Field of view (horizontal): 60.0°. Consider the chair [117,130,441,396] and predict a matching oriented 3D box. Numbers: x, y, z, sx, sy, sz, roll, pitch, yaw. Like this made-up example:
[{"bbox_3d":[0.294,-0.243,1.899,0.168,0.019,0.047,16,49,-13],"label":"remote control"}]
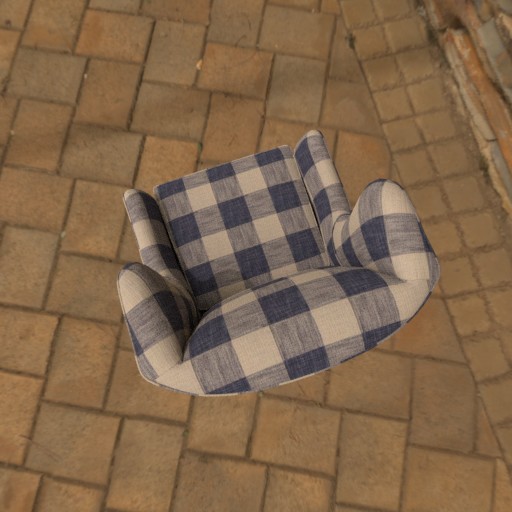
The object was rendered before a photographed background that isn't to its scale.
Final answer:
[{"bbox_3d":[0.000,0.000,1.682,0.830,1.041,0.889,-19,78,-4],"label":"chair"}]
